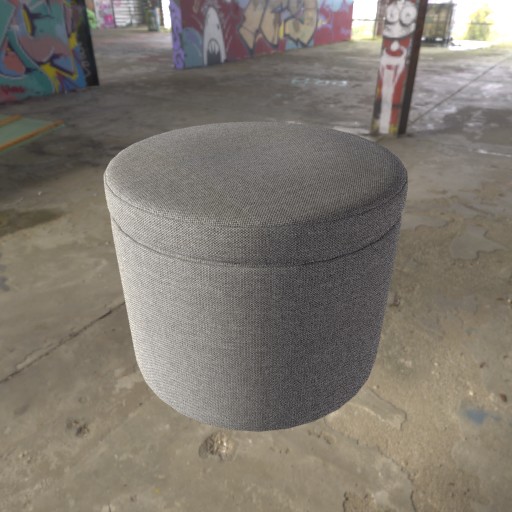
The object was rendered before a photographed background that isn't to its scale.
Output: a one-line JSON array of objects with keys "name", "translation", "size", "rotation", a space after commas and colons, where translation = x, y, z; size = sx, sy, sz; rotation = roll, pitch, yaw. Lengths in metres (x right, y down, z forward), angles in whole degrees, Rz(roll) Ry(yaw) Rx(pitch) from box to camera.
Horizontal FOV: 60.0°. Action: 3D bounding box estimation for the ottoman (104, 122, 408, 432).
[{"name": "ottoman", "translation": [0.000, 0.000, 0.847], "size": [0.500, 0.419, 0.500], "rotation": [0, 31, 0]}]
